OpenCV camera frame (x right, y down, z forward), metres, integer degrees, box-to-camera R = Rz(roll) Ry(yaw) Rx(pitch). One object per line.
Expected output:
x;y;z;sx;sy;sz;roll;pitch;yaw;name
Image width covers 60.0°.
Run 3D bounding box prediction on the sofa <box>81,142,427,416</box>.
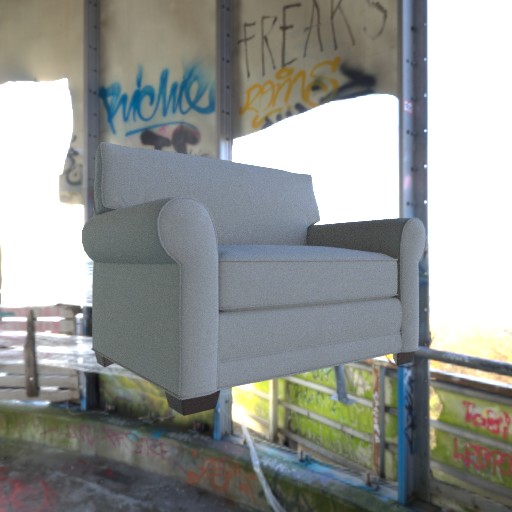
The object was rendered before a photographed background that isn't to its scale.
0.000;0.000;2.087;1.405;1.006;0.937;0;0;-37;sofa
